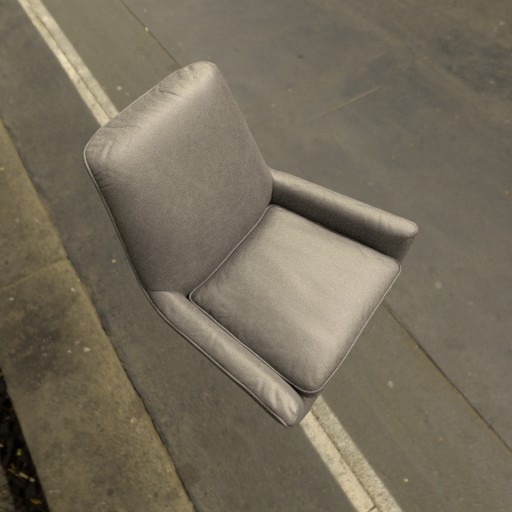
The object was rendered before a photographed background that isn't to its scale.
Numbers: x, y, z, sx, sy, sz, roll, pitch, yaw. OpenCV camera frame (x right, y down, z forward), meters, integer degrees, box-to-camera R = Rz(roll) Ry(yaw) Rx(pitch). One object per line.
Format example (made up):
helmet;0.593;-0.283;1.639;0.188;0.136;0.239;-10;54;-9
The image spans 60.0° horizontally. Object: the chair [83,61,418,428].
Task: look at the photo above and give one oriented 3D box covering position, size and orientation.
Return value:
chair;0.000;0.000;1.451;0.822;0.888;0.787;31;63;18
